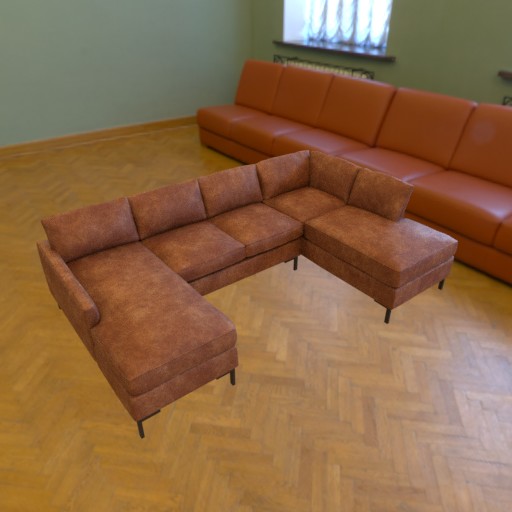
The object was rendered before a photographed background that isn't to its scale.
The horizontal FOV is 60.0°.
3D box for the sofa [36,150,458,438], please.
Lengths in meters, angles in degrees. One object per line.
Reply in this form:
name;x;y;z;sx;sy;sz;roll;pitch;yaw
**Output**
sofa;0.000;0.000;3.725;2.956;0.900;1.939;-22;37;-32
